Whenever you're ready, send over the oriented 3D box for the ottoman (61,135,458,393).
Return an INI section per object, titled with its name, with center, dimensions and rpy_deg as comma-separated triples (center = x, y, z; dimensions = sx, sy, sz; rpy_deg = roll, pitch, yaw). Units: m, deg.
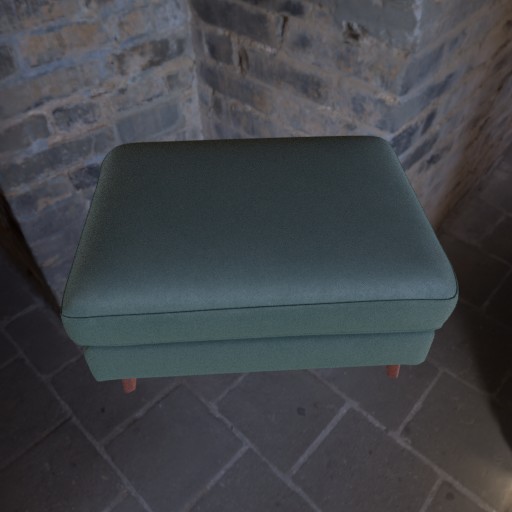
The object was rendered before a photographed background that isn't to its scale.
[ottoman]
center = 0.000, 0.000, 1.159
dimensions = 0.811, 0.449, 0.608
rpy_deg = -2, 46, -2
